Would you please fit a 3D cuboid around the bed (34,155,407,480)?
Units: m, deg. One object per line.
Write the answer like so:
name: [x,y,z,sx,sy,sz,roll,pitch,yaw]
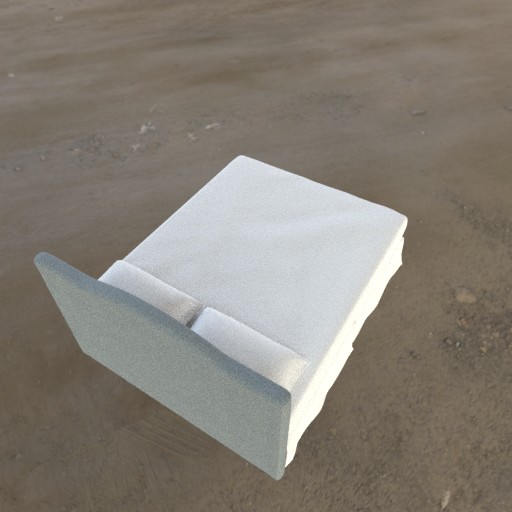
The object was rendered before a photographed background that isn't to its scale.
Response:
bed: [0.000,0.000,3.983,2.161,1.457,2.689,25,52,21]
